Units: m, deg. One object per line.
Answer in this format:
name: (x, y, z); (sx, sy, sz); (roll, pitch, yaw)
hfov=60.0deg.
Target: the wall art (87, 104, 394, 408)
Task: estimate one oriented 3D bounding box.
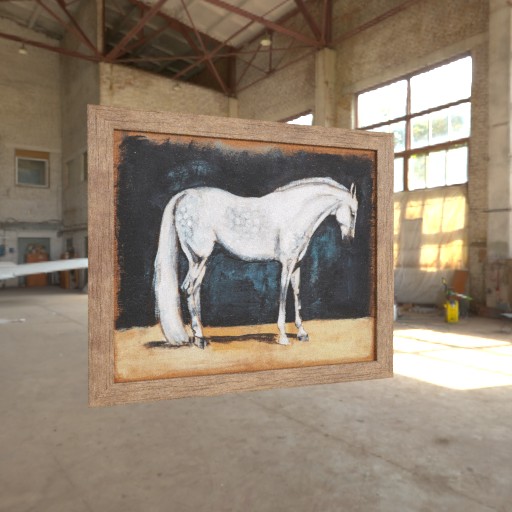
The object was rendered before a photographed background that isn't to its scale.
wall art: (0.000, 0.000, 0.973); (0.690, 0.588, 0.026); (0, 0, -18)
